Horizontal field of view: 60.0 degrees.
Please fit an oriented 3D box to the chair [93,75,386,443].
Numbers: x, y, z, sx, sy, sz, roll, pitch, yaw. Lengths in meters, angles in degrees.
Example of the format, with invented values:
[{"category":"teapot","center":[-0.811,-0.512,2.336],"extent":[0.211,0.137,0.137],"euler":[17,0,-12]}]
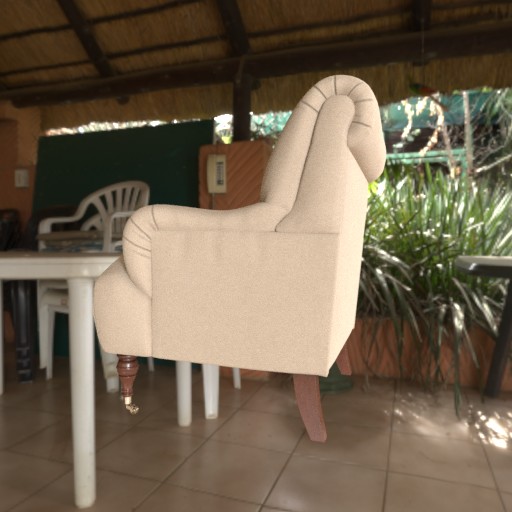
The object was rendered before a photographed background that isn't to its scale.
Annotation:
[{"category":"chair","center":[0.000,0.000,1.530],"extent":[0.842,0.942,0.766],"euler":[1,2,18]}]
